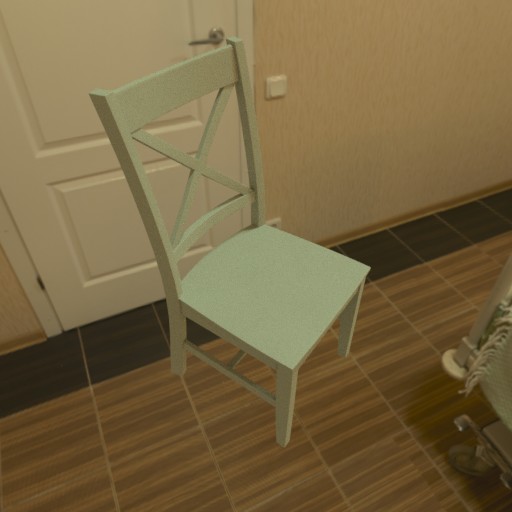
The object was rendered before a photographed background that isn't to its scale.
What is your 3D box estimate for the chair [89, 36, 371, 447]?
[{"bbox_3d":[0.000,0.000,1.270,0.542,0.983,0.485,25,48,26],"label":"chair"}]
